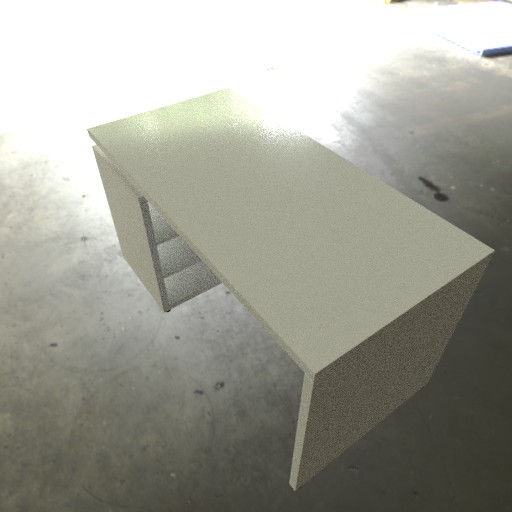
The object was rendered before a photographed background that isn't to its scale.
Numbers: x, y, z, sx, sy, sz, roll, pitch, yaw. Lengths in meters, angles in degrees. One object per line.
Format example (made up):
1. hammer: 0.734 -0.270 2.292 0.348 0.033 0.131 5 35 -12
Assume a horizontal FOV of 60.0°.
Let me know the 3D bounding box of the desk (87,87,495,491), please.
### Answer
1. desk: 0.000 0.000 1.798 0.690 0.740 1.400 -27 50 -25
